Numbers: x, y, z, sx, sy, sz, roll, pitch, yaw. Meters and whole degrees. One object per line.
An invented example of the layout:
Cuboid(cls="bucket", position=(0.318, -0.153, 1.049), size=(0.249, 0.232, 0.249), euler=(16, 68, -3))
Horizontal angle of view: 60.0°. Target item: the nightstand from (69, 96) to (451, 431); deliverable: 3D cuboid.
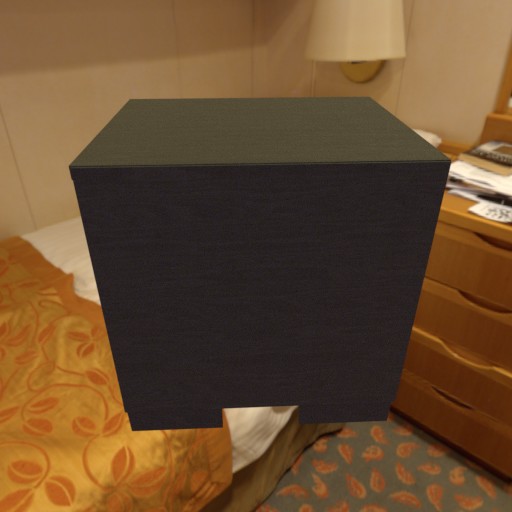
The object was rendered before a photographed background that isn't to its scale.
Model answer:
Cuboid(cls="nightstand", position=(0.000, 0.000, 0.754), size=(0.427, 0.448, 0.347), euler=(-1, 31, -2))
